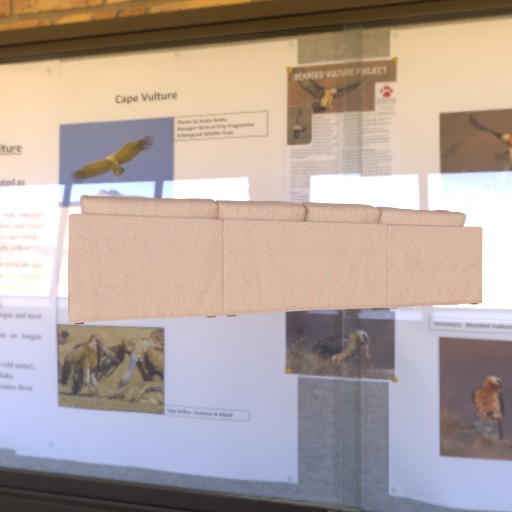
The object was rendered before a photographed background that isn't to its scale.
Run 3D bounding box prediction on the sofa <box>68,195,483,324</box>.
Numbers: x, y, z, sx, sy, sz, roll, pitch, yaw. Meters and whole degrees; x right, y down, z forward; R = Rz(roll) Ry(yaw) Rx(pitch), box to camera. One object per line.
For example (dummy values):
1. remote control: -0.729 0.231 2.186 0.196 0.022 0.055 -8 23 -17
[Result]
1. sofa: 0.000 0.000 4.505 3.460 0.882 2.427 0 0 -20
